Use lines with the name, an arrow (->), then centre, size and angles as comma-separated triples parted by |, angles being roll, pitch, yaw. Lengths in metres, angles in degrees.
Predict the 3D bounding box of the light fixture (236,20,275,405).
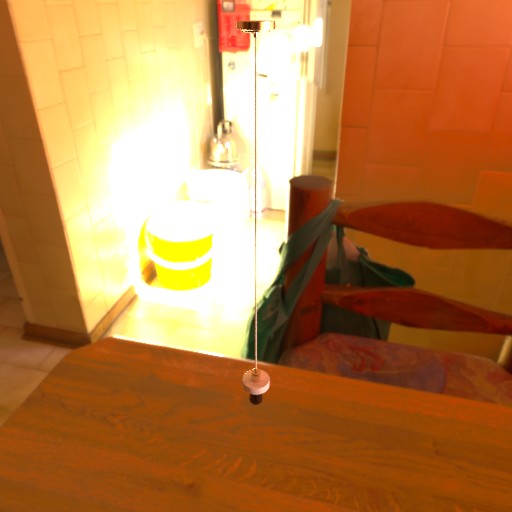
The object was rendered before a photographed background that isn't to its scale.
light fixture -> 0.000, 0.000, 1.781 | 0.129, 1.669, 0.129 | -8, 31, -14
